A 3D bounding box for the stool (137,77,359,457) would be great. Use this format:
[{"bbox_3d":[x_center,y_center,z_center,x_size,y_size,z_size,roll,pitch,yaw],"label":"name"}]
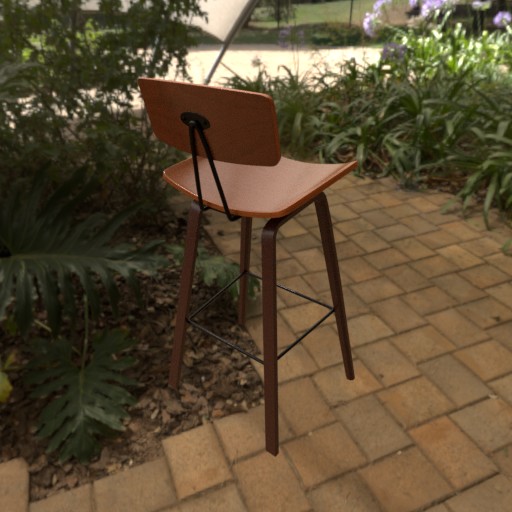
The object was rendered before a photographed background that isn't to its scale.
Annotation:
[{"bbox_3d":[0.000,0.000,1.255,0.509,0.969,0.440,21,36,33],"label":"stool"}]
